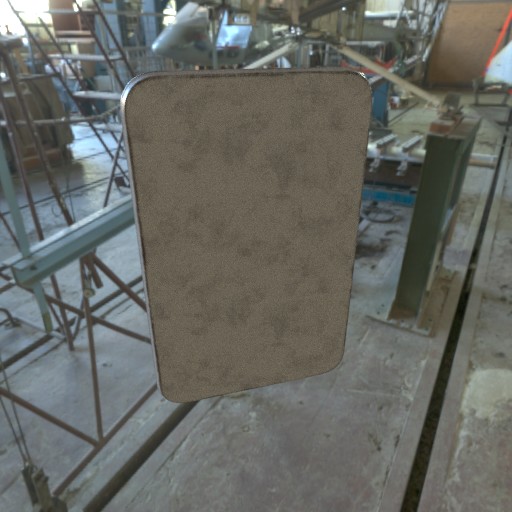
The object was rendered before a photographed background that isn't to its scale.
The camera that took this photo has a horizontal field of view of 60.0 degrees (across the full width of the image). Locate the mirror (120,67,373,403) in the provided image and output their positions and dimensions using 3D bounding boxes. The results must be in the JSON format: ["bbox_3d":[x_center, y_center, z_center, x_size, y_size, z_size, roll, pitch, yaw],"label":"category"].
[{"bbox_3d":[0.000,0.000,0.914,0.461,0.713,0.024,-8,28,-15],"label":"mirror"}]
